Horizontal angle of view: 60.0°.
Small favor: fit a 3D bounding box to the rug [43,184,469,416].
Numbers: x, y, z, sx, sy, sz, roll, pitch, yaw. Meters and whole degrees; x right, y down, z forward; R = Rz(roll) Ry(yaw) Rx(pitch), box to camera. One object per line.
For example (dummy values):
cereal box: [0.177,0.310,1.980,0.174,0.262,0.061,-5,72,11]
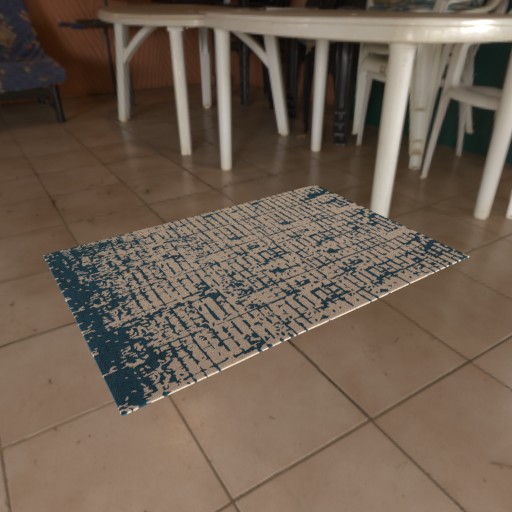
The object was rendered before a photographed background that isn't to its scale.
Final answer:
rug: [0.000,0.000,2.284,1.828,0.007,1.220,-18,35,-28]
